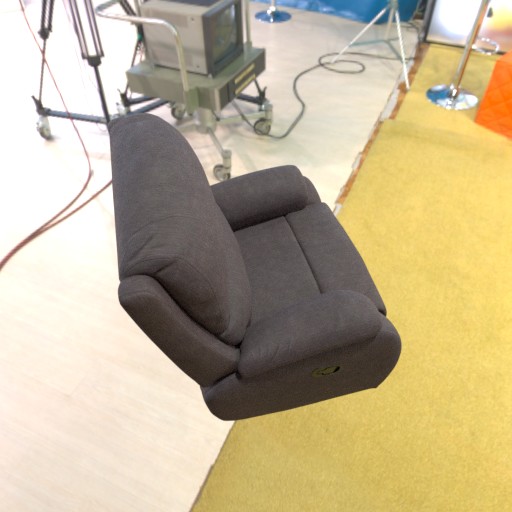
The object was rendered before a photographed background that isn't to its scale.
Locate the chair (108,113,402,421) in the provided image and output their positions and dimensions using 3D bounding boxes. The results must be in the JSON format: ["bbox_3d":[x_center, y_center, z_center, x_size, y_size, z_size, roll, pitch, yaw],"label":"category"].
[{"bbox_3d":[0.000,0.000,1.697,0.899,1.011,0.930,-11,47,-10],"label":"chair"}]
